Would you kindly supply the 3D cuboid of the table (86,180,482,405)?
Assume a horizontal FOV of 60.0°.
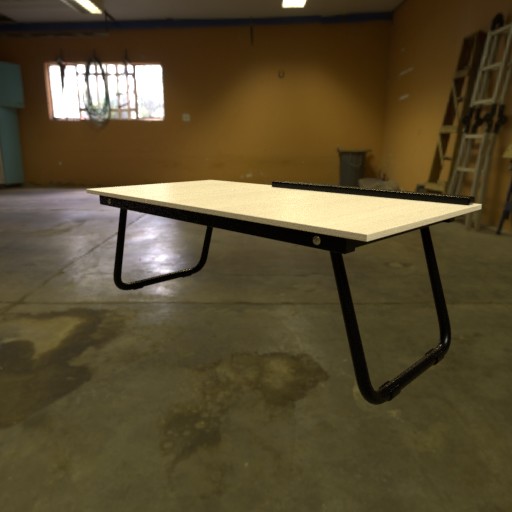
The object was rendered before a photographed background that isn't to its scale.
[{"bbox_3d":[0.000,0.000,0.805,0.322,0.242,0.644,-14,20,-43],"label":"table"}]
